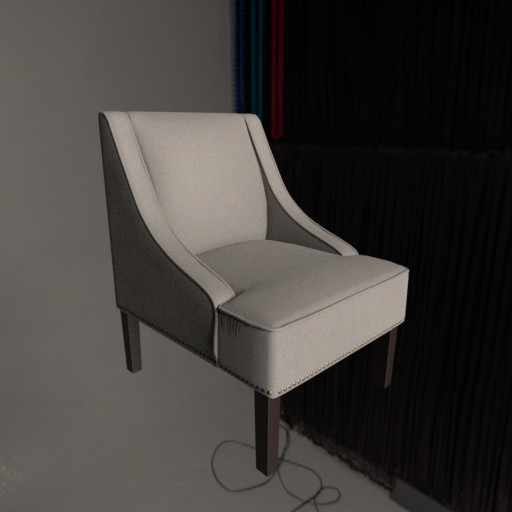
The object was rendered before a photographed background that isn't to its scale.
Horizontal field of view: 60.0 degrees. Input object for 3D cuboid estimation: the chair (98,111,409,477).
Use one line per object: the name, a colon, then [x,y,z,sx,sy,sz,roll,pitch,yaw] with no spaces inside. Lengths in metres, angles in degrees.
chair: [0.000,0.000,1.390,0.631,0.867,0.747,-16,23,-42]
